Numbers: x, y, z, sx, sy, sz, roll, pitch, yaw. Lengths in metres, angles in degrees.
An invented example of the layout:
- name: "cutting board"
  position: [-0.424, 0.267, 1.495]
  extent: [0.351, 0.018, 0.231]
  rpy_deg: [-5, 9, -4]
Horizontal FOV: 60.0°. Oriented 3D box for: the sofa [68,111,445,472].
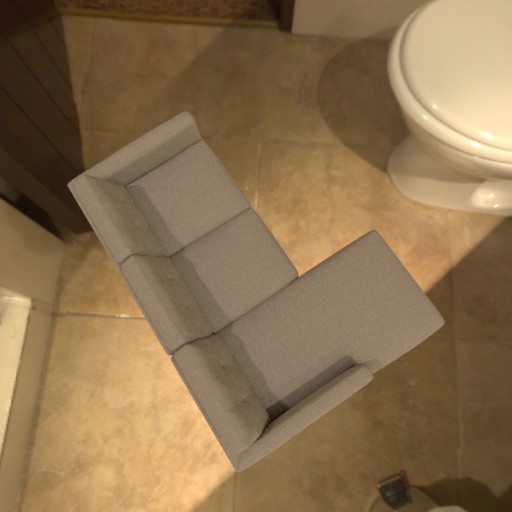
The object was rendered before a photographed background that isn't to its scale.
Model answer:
- name: "sofa"
  position: [0.000, 0.000, 2.871]
  extent: [1.530, 0.860, 2.040]
  rpy_deg: [-32, 78, -8]
